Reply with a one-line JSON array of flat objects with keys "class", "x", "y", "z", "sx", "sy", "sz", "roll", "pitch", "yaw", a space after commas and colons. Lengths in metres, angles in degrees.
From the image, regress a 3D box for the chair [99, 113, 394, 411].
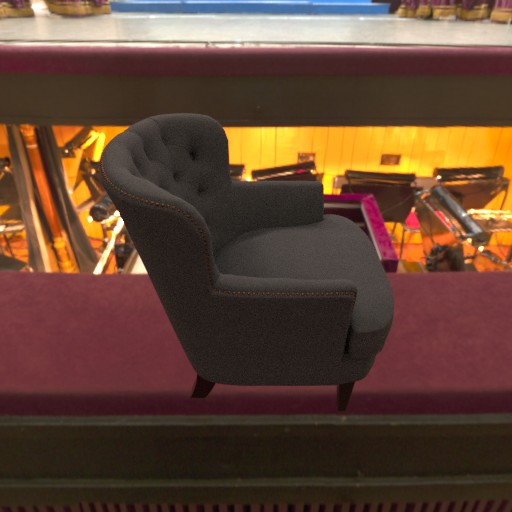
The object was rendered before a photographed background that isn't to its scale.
[{"class": "chair", "x": 0.000, "y": 0.000, "z": 1.584, "sx": 0.906, "sy": 0.868, "sz": 0.848, "roll": 0, "pitch": 31, "yaw": 0}]
